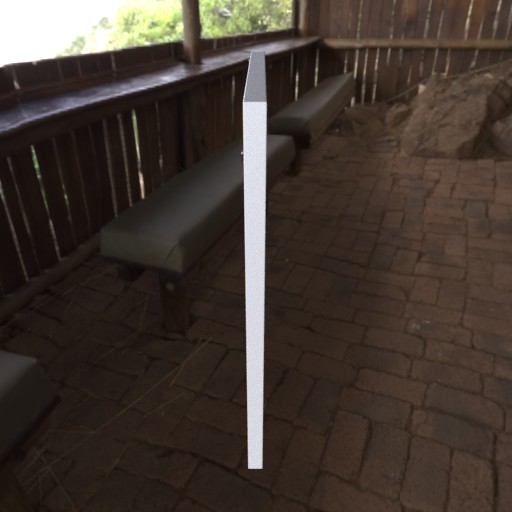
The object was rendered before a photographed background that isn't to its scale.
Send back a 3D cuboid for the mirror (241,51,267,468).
[{"bbox_3d":[0.000,0.000,1.167,0.041,0.914,0.609,0,31,1],"label":"mirror"}]
